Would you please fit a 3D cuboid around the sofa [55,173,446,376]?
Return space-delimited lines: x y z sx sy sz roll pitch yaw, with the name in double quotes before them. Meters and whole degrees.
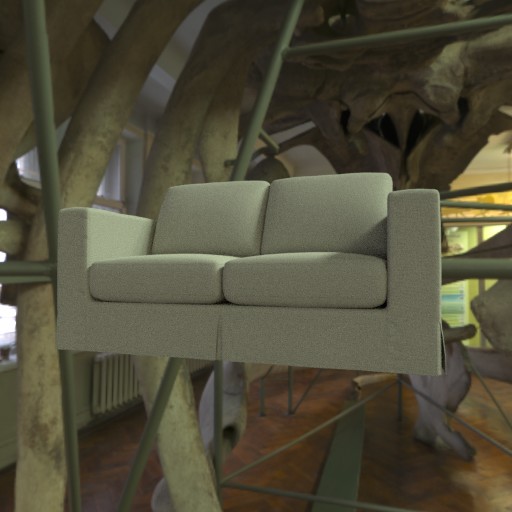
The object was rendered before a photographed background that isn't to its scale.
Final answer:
"sofa" 0.000 0.000 2.399 1.813 0.932 1.009 -1 -2 19
